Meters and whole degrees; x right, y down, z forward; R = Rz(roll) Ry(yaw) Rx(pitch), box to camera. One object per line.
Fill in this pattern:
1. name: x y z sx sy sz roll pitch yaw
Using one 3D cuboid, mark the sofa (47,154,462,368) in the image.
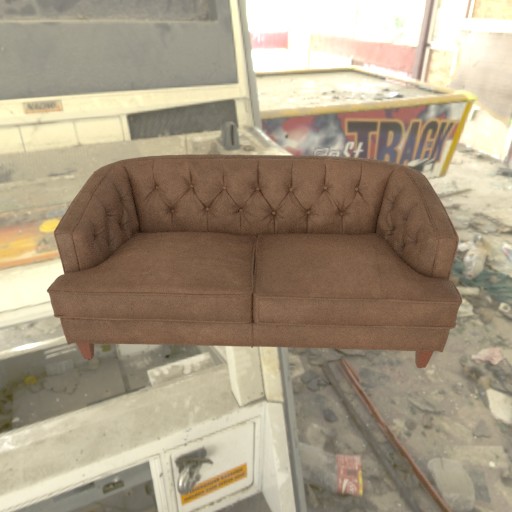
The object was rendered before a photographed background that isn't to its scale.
1. sofa: 0.000 0.000 2.245 1.767 0.799 0.917 1 29 2
